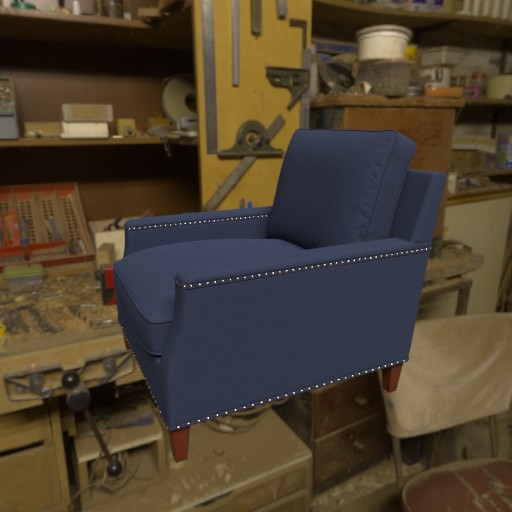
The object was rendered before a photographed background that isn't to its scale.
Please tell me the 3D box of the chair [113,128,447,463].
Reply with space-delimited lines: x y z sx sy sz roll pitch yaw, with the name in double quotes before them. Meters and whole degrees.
"chair" 0.000 0.000 1.709 1.014 0.943 0.853 -8 18 -25
